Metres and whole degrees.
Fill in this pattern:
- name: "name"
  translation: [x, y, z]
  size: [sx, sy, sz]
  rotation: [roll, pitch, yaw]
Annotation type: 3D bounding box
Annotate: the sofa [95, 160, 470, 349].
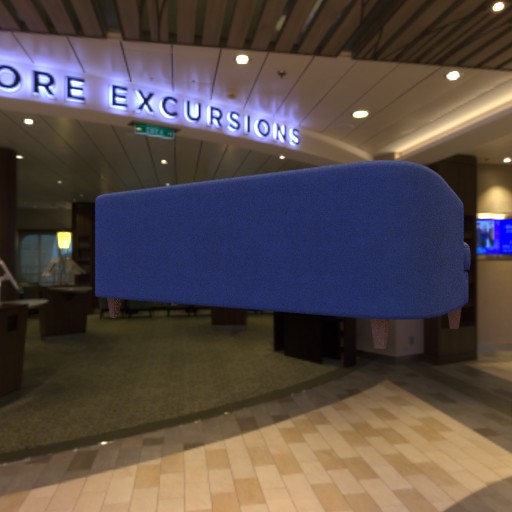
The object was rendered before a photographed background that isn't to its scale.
- name: "sofa"
  translation: [0.000, 0.000, 2.673]
  size: [2.235, 0.787, 0.914]
  rotation: [0, 0, 34]
